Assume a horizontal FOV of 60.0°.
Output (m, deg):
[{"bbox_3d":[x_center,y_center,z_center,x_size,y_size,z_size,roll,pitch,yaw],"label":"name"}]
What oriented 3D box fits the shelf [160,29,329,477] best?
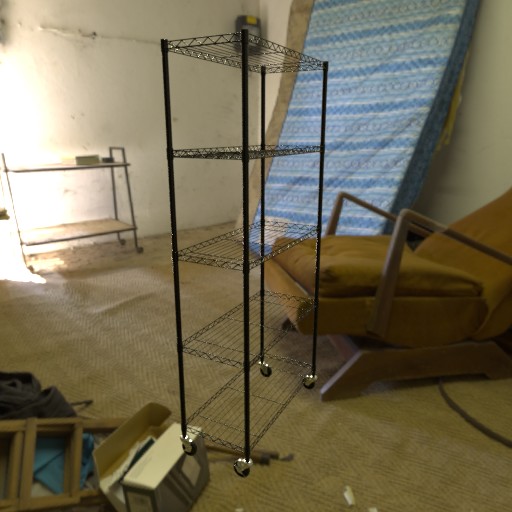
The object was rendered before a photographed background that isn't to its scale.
[{"bbox_3d":[0.000,0.000,1.943,0.356,1.645,0.762,8,18,27],"label":"shelf"}]
